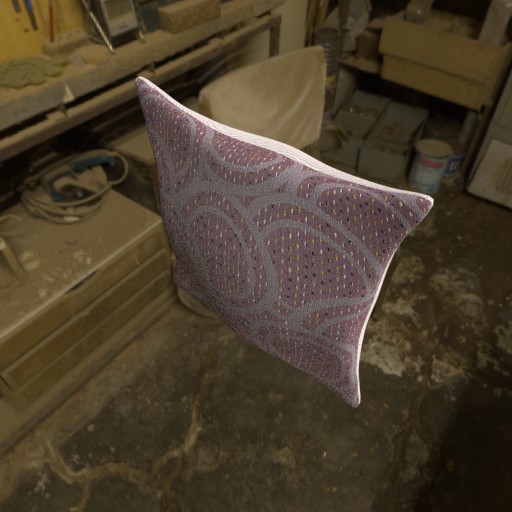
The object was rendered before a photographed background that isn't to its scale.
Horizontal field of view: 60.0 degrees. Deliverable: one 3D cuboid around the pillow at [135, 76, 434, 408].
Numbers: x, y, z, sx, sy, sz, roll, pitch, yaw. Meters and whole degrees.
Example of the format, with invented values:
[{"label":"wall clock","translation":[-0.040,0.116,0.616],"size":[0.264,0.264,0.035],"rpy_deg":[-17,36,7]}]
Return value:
[{"label":"pillow","translation":[0.000,0.000,0.794],"size":[0.514,0.513,0.163],"rpy_deg":[31,53,26]}]
